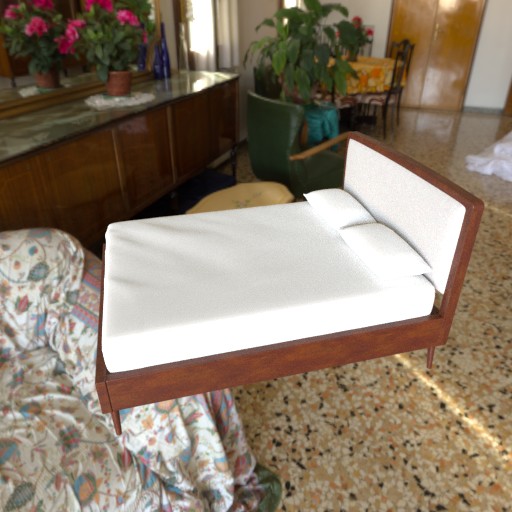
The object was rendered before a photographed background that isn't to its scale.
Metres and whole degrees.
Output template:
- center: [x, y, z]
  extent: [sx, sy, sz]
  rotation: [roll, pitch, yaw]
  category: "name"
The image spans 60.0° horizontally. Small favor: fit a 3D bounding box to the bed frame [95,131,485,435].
- center: [0.000, 0.000, 3.141]
  extent: [2.171, 1.279, 1.587]
  rotation: [-8, 31, -13]
  category: "bed frame"
